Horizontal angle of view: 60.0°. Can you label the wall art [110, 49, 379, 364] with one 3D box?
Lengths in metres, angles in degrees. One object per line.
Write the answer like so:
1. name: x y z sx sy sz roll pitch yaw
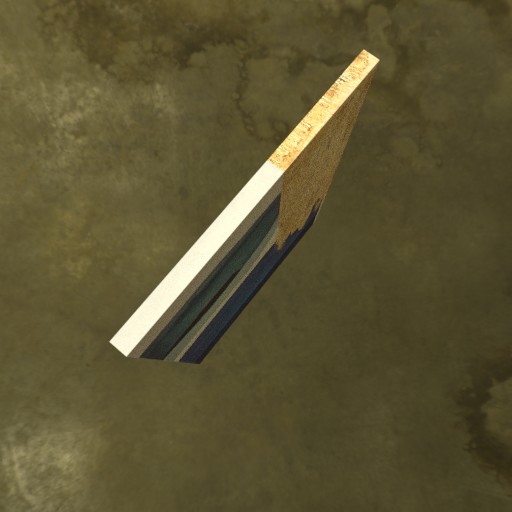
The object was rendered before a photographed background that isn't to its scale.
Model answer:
1. wall art: 0.000 0.000 0.802 0.026 0.613 0.458 38 79 9
